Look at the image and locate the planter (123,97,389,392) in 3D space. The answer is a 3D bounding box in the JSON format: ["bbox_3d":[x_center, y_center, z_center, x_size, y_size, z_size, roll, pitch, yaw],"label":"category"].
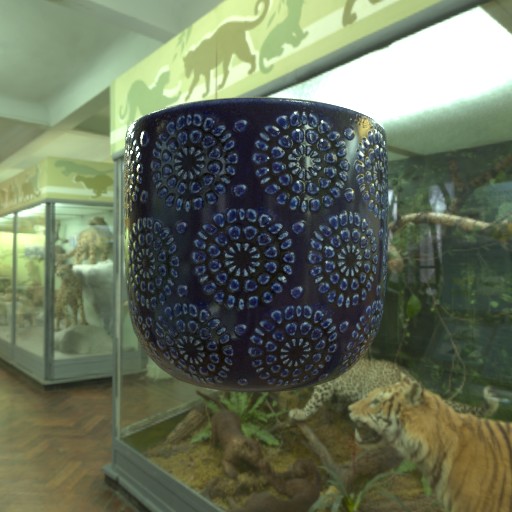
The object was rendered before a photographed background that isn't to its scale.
[{"bbox_3d":[0.000,0.000,0.288,0.165,0.149,0.165,0,-1,0],"label":"planter"}]
